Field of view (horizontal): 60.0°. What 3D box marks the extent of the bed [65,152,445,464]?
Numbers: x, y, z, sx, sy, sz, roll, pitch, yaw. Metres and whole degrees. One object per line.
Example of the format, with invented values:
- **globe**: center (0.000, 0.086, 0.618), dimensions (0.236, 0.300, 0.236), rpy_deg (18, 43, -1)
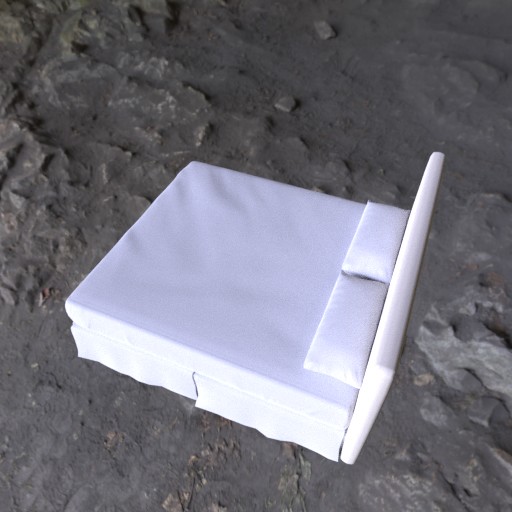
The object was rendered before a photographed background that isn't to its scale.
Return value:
- **bed**: center (0.000, 0.000, 3.516), dimensions (2.341, 1.317, 2.119), rpy_deg (17, 49, 16)
